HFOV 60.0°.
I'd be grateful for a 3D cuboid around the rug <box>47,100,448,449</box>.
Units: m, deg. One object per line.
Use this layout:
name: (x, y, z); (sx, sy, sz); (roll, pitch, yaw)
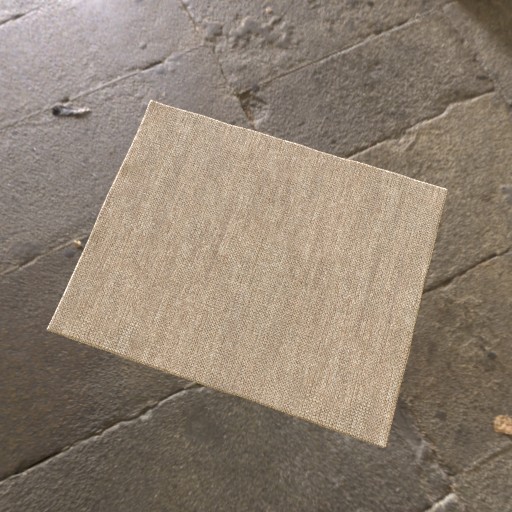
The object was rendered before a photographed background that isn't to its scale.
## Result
rug: (0.000, 0.000, 4.035); (3.052, 0.030, 2.429); (18, 76, 5)
